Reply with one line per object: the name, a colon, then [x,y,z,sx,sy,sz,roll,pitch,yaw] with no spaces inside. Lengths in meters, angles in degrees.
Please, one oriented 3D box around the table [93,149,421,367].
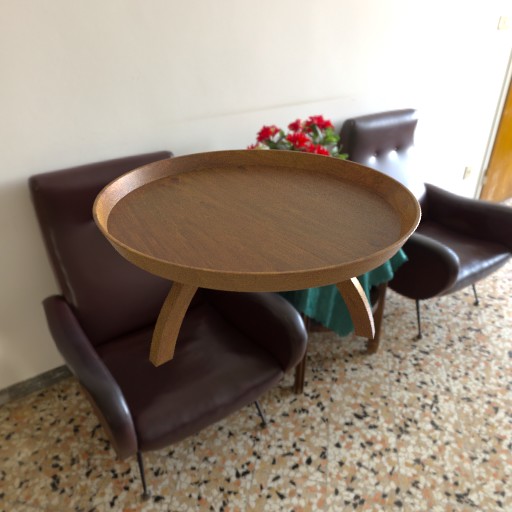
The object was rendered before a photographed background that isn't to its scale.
table: [0.000,0.000,1.551,1.016,0.470,1.016,0,30,0]
